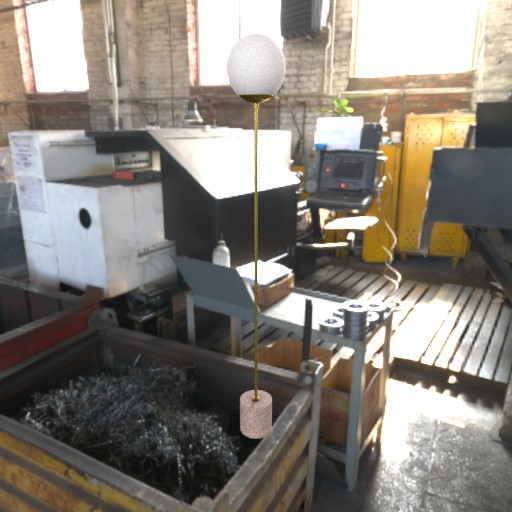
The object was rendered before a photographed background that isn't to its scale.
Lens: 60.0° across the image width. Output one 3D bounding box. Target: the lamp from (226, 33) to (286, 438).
[{"bbox_3d":[0.000,0.000,1.916,0.229,1.748,0.229,-3,16,-9],"label":"lamp"}]
